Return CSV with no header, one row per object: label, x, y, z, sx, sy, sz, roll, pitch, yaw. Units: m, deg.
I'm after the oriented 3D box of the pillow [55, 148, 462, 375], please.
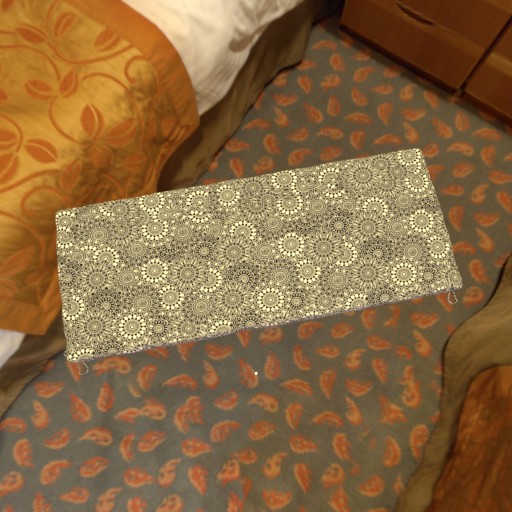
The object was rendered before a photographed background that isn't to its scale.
pillow,0.000,0.000,1.324,1.187,0.081,0.492,-10,75,-3
